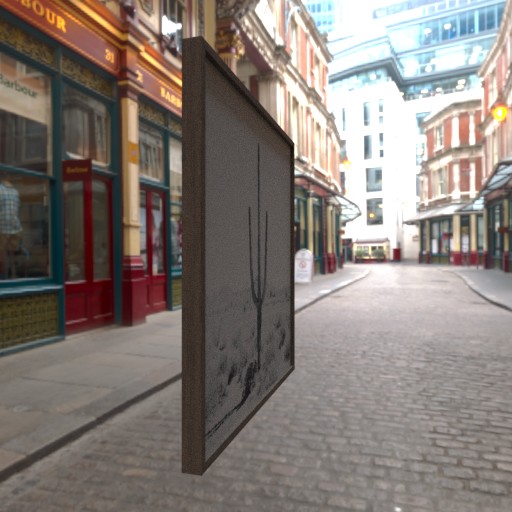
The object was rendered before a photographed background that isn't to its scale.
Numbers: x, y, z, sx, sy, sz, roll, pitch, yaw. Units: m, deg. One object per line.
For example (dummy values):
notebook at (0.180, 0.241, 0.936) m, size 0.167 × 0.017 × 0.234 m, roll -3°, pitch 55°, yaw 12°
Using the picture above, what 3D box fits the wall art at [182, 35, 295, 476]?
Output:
wall art at (0.000, 0.000, 1.136) m, size 0.038 × 0.762 × 0.762 m, roll 0°, pitch 0°, yaw 17°
